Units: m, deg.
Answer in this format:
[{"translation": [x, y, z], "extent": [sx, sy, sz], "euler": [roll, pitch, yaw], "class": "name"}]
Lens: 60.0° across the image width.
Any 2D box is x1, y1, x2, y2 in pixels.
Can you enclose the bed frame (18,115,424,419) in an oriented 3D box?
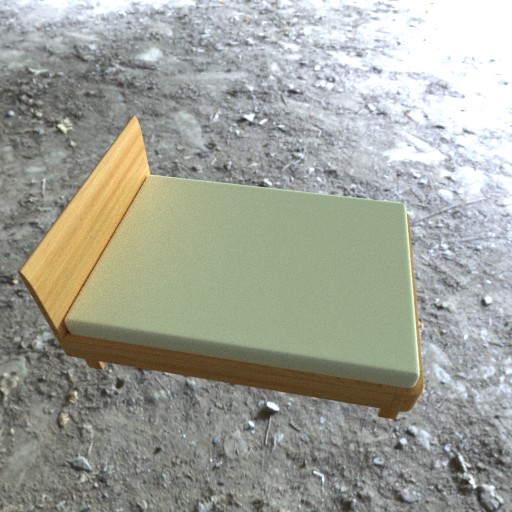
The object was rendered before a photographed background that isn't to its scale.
[{"translation": [0.000, 0.000, 2.778], "extent": [1.992, 0.940, 1.472], "euler": [7, 47, 7], "class": "bed frame"}]
